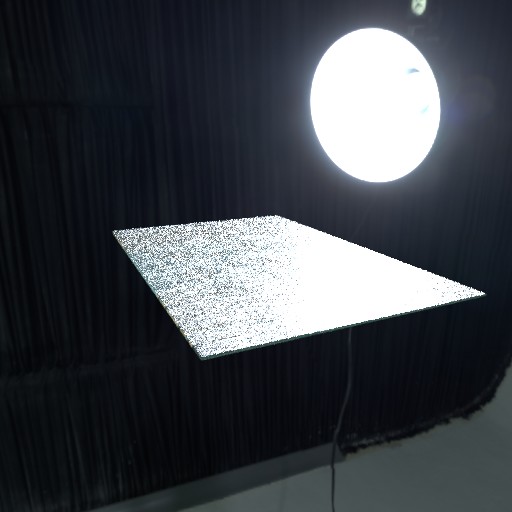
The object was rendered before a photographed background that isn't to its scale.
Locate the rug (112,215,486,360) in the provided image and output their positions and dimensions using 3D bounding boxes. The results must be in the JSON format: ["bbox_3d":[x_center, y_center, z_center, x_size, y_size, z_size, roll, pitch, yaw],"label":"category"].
[{"bbox_3d":[0.000,0.000,2.337,1.212,0.010,1.811,-8,18,-24],"label":"rug"}]
